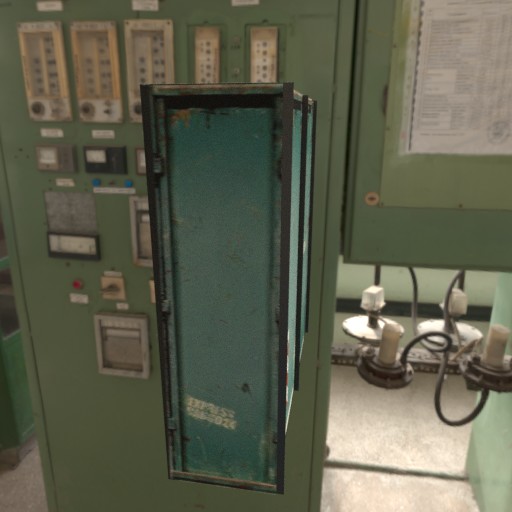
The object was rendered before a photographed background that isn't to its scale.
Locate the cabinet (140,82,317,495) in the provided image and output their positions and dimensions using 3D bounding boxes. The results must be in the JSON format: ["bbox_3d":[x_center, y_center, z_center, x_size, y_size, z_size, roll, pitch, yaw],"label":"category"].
[{"bbox_3d":[0.000,0.000,3.154,0.680,2.160,2.000,3,18,10],"label":"cabinet"}]
